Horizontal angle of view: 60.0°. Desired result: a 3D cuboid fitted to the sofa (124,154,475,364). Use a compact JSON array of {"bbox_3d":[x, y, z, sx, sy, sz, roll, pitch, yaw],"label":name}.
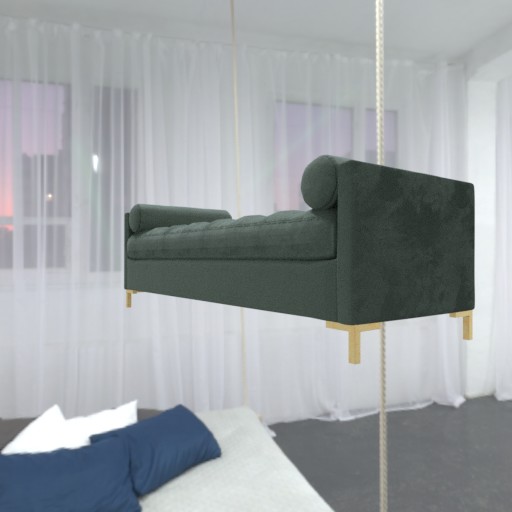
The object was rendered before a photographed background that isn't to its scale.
[{"bbox_3d":[0.000,0.000,2.467,0.796,0.705,2.102,0,0,-36],"label":"sofa"}]
